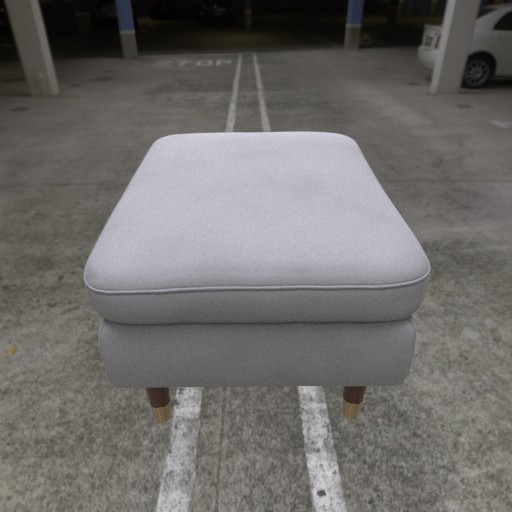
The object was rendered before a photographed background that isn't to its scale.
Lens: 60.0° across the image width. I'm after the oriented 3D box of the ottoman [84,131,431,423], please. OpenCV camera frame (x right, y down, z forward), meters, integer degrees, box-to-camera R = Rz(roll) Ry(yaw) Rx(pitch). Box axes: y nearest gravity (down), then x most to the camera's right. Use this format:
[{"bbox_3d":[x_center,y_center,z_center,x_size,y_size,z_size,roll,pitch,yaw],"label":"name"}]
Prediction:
[{"bbox_3d":[0.000,0.000,1.092,0.593,0.478,0.747,-1,33,-1],"label":"ottoman"}]
